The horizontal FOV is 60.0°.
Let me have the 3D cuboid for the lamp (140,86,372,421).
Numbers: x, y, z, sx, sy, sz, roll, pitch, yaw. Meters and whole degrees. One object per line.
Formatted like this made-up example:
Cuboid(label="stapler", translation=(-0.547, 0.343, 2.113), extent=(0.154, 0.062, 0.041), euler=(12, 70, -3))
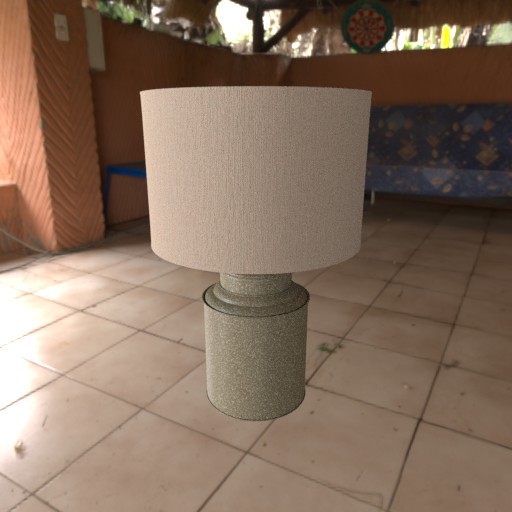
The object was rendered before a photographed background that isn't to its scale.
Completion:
Cuboid(label="lamp", translation=(0.000, 0.000, 0.698), extent=(0.318, 0.486, 0.318), euler=(0, 17, 0))
